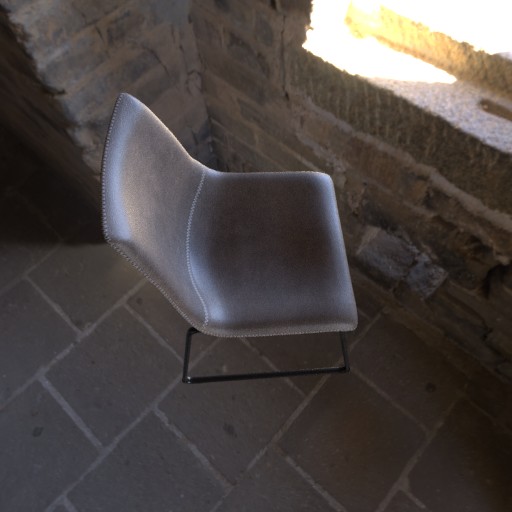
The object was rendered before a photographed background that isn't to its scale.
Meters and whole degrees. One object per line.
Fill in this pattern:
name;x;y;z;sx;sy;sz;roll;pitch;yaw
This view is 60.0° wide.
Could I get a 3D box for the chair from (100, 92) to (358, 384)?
chair;0.000;0.000;1.129;0.550;0.780;0.460;-3;63;-2
